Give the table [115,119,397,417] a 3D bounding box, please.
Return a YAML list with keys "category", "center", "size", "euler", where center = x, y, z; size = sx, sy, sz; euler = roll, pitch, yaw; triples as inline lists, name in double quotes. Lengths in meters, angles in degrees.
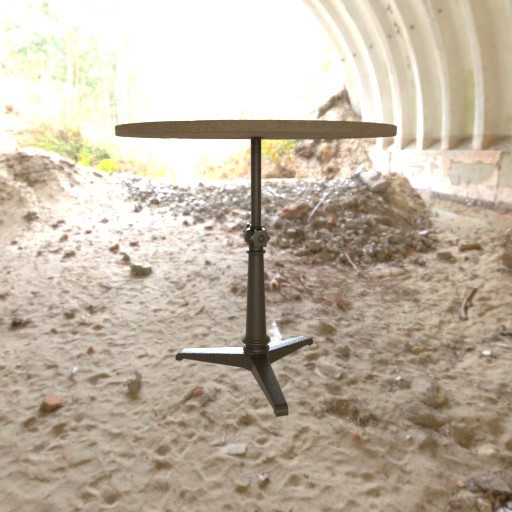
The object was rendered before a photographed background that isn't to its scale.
- category: "table"
  center: [0.000, 0.000, 1.406]
  size: [0.800, 0.780, 0.800]
  euler: [0, 14, 0]
